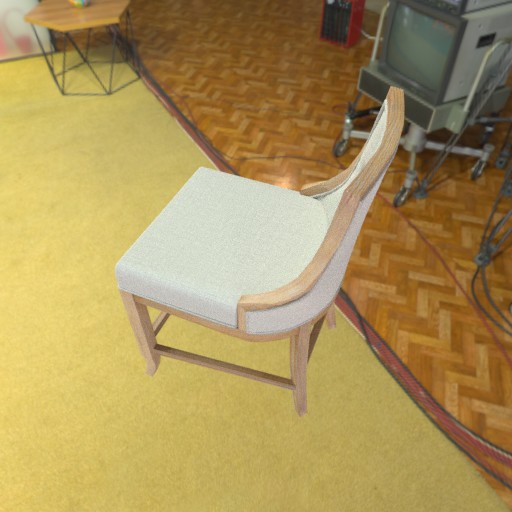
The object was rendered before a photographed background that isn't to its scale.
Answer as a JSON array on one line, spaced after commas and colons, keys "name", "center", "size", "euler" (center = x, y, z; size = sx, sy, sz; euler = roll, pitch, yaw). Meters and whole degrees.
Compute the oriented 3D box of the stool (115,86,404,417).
[{"name": "stool", "center": [0.000, 0.000, 1.306], "size": [0.626, 0.938, 0.524], "euler": [16, 48, 15]}]
